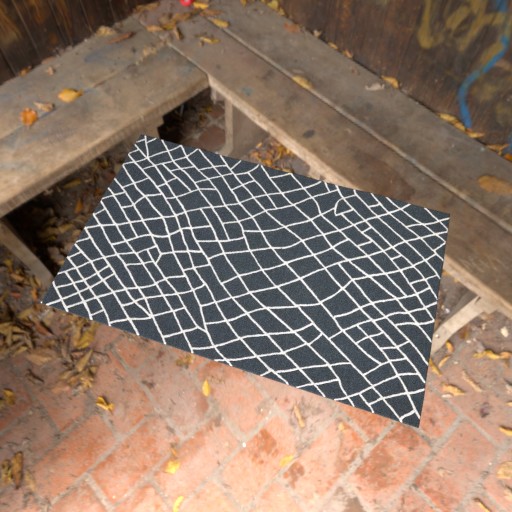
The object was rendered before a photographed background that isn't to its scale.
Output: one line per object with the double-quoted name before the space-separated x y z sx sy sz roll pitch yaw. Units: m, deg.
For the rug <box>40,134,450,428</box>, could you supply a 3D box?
"rug" 0.000 0.000 3.031 2.448 0.017 1.529 16 63 8
